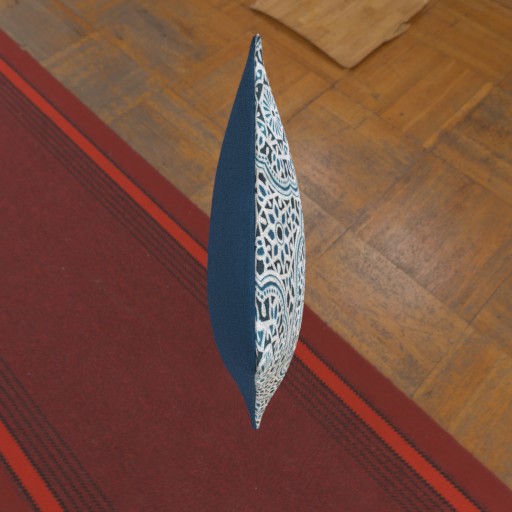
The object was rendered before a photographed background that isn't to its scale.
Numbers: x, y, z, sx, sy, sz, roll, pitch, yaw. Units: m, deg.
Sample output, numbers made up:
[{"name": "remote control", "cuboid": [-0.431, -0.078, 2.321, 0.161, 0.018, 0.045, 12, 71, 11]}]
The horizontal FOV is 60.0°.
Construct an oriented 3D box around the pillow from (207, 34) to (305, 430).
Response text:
[{"name": "pillow", "cuboid": [0.000, 0.000, 0.659, 0.145, 0.420, 0.440, 0, 62, 0]}]
